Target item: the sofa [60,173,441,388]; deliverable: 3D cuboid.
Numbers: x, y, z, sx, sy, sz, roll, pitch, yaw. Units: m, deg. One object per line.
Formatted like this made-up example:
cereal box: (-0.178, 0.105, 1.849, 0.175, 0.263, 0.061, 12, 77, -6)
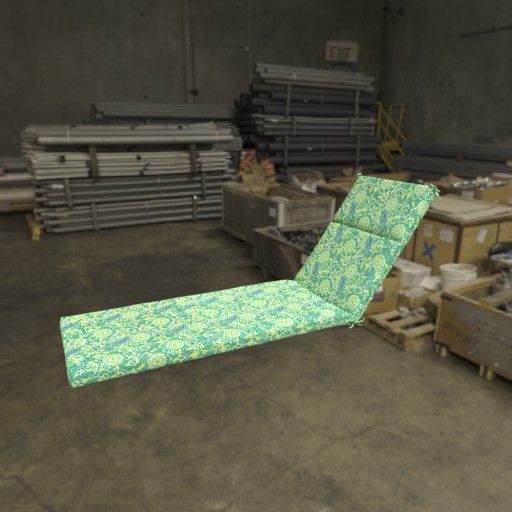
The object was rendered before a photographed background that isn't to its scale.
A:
sofa: (0.000, 0.000, 1.994, 1.663, 0.622, 0.582, -8, 18, -25)
